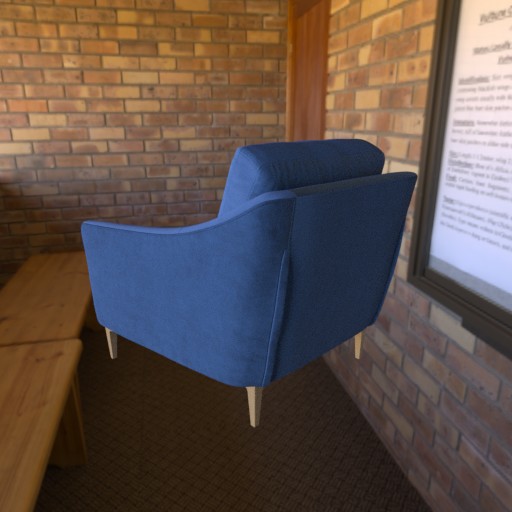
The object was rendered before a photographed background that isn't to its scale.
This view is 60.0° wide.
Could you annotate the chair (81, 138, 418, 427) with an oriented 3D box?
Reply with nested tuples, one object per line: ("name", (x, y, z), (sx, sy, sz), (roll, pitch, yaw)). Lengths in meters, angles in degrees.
("chair", (0.000, 0.000, 1.745), (0.987, 0.899, 0.961), (-16, 24, -42))
